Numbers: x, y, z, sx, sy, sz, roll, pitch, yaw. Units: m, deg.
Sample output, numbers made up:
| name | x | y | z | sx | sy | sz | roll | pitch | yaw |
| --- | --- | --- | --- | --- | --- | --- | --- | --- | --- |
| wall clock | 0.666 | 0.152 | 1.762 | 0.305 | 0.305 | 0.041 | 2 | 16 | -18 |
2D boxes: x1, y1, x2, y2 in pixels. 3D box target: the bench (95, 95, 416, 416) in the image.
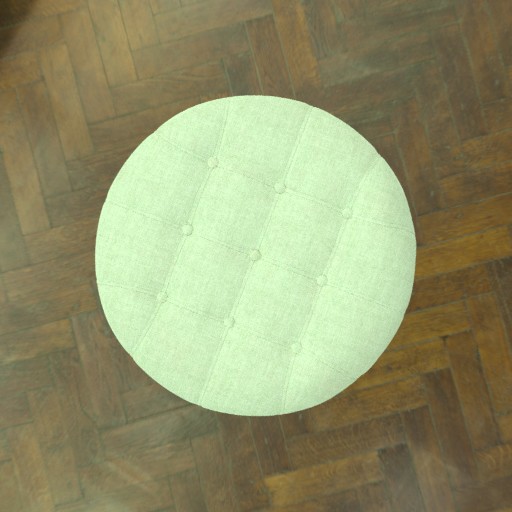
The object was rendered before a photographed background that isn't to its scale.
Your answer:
| name | x | y | z | sx | sy | sz | roll | pitch | yaw |
| --- | --- | --- | --- | --- | --- | --- | --- | --- | --- |
| bench | 0.000 | 0.000 | 0.996 | 0.600 | 0.453 | 0.600 | 0 | 90 | 1 |
